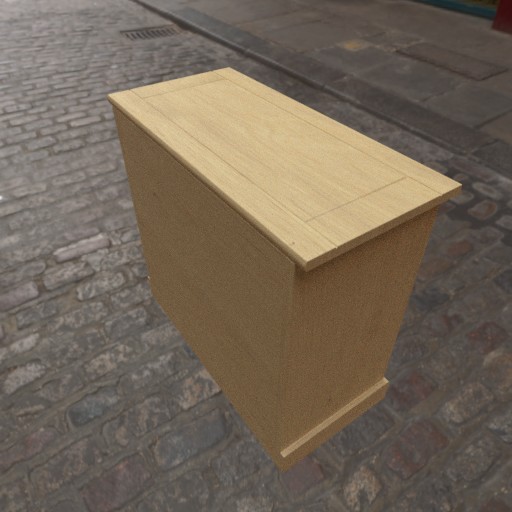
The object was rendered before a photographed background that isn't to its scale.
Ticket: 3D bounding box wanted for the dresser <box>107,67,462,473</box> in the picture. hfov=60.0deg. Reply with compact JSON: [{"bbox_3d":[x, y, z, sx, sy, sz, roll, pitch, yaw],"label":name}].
[{"bbox_3d":[0.000,0.000,1.399,0.440,0.835,0.915,-25,47,-26],"label":"dresser"}]
